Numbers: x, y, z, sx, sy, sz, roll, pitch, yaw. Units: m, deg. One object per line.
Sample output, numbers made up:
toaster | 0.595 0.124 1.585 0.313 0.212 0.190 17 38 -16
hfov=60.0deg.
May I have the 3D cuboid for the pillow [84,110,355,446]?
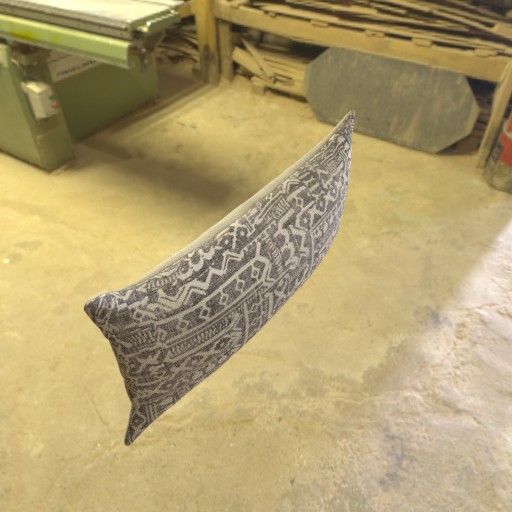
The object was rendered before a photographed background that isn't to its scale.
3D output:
pillow | 0.000 0.000 0.736 0.148 0.290 0.631 26 48 26
